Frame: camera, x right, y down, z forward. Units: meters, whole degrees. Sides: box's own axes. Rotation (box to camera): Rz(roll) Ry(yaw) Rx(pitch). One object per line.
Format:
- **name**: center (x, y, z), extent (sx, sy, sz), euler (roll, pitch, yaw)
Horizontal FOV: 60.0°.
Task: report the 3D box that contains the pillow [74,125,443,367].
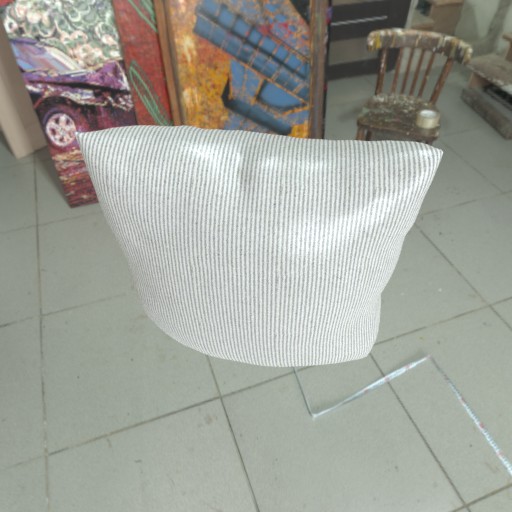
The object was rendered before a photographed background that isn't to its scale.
- **pillow**: center (0.000, 0.000, 0.690), extent (0.387, 0.432, 0.310), euler (31, 54, 27)
